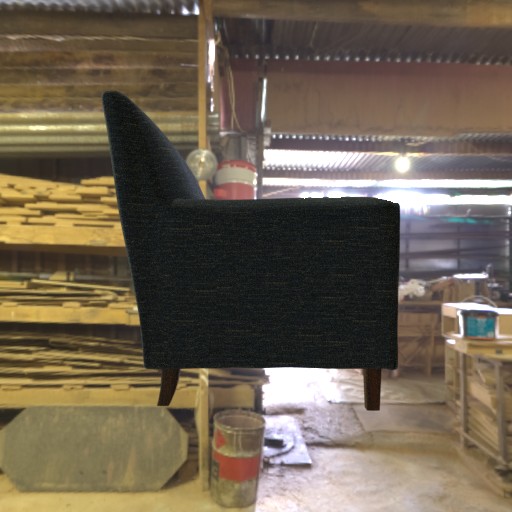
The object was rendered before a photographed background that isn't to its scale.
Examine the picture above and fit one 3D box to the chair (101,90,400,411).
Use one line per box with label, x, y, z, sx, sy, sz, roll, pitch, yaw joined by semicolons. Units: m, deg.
chair;0.000;0.000;1.661;0.873;0.928;0.864;0;-1;0
